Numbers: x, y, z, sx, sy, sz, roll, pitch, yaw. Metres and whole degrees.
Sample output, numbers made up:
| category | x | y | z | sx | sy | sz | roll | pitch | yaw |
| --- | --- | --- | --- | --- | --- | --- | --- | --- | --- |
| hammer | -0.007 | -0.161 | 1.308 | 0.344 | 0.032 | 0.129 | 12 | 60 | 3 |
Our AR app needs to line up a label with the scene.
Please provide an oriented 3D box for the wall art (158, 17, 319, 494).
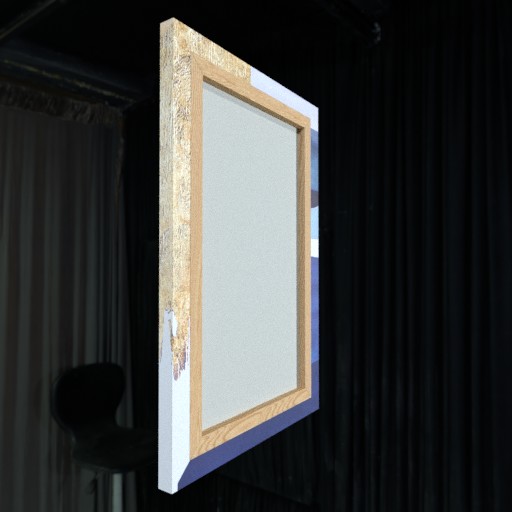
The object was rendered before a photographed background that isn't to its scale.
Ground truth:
| category | x | y | z | sx | sy | sz | roll | pitch | yaw |
| --- | --- | --- | --- | --- | --- | --- | --- | --- | --- |
| wall art | 0.000 | 0.000 | 1.106 | 0.039 | 0.911 | 0.607 | -1 | -1 | 35 |
